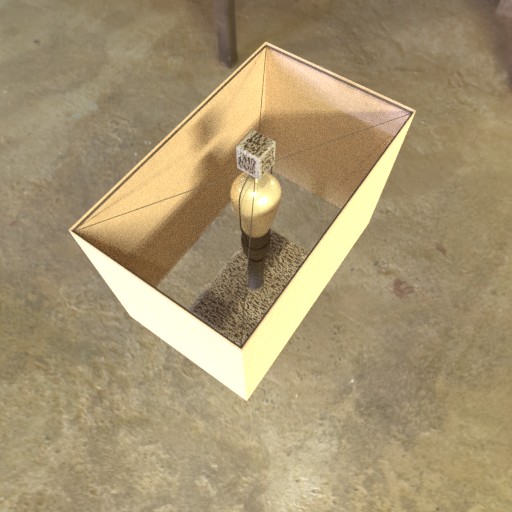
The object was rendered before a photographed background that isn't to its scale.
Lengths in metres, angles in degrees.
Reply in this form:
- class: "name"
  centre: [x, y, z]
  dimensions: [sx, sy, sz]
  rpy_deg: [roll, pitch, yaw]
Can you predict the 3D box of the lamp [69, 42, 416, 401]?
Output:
- class: "lamp"
  centre: [0.000, 0.000, 0.562]
  dimensions: [0.180, 0.411, 0.294]
  rpy_deg: [32, 67, 16]
